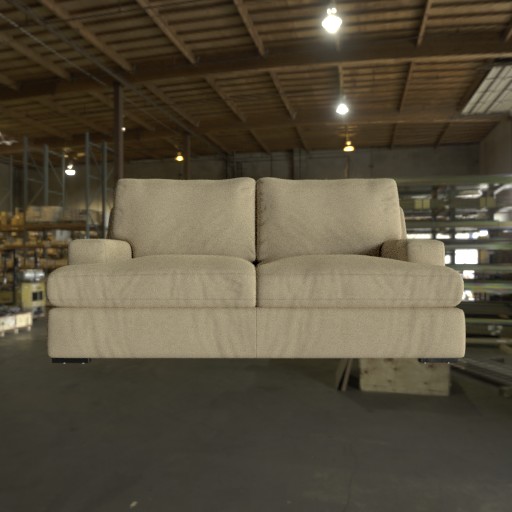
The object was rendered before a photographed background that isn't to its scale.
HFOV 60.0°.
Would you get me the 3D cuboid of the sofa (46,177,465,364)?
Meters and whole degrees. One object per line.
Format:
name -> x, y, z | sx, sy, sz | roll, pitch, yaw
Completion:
sofa -> 0.000, 0.000, 2.399 | 1.885, 0.967, 0.962 | 0, -1, 0
